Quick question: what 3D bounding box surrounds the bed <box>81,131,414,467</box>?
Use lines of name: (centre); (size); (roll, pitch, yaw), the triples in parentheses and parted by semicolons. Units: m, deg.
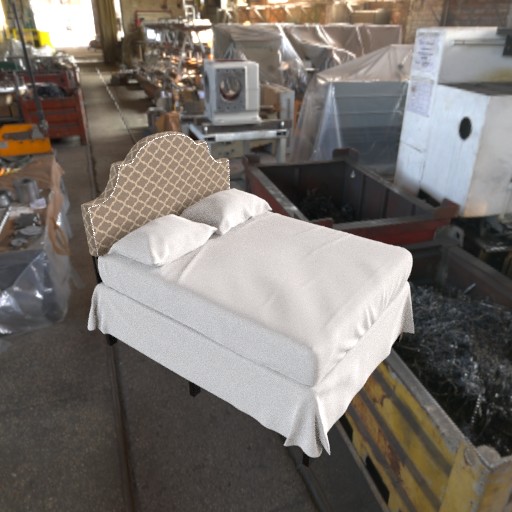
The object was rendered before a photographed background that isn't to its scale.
bed: (0.000, 0.000, 3.426); (2.222, 1.633, 1.780); (19, 33, 32)
